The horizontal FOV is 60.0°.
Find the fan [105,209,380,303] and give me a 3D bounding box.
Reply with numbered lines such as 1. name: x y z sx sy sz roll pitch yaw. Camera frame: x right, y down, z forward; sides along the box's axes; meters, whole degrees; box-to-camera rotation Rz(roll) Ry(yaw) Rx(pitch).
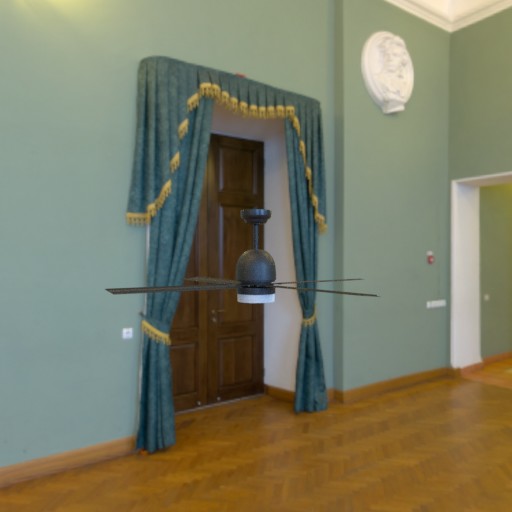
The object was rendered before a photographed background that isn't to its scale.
1. fan: 0.000 0.000 2.006 1.319 0.410 1.319 0 0 -36
